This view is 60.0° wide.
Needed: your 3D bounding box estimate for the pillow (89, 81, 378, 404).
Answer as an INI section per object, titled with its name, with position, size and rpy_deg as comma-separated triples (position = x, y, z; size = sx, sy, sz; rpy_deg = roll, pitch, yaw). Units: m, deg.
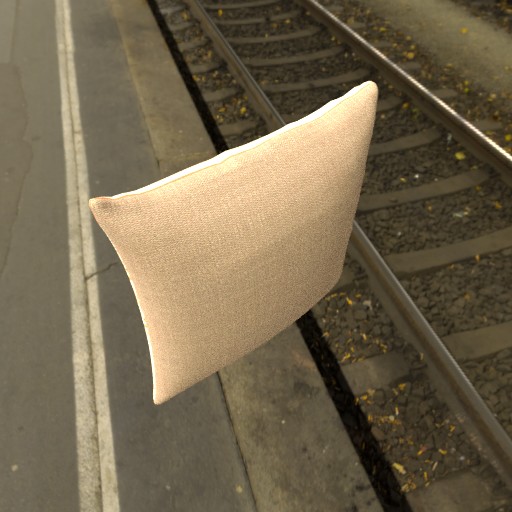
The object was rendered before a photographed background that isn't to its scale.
[pillow]
position = 0.000, 0.000, 0.812
size = 0.521, 0.519, 0.215
rpy_deg = -31, 54, -26
